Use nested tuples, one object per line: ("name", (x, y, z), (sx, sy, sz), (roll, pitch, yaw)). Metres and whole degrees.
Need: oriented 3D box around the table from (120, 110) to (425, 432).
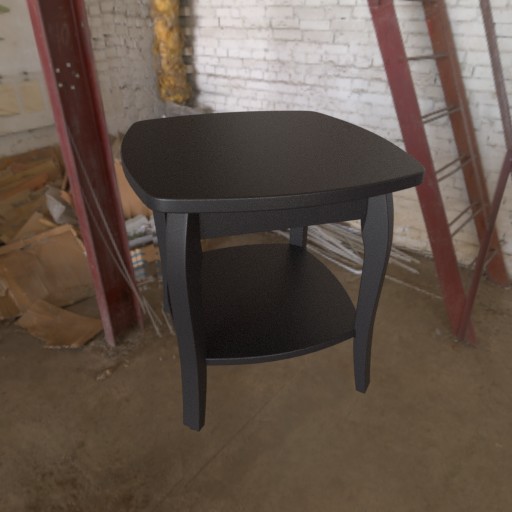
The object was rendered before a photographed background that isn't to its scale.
("table", (0.000, 0.000, 0.882), (0.457, 0.457, 0.508), (-8, 30, -14))
